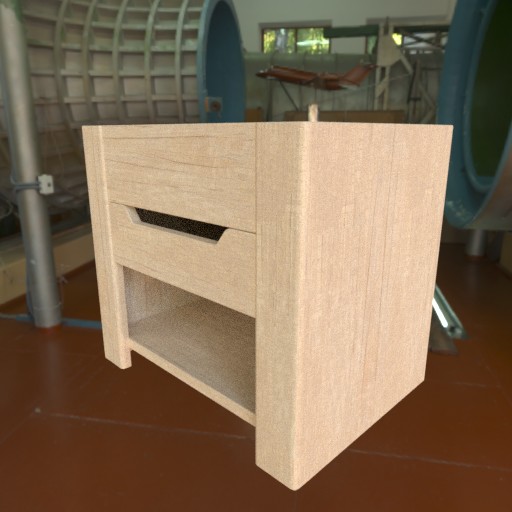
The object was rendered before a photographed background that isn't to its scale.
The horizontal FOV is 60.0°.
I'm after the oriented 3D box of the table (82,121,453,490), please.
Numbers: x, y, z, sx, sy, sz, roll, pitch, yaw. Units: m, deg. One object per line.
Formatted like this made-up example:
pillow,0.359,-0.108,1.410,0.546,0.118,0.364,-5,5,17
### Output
table,0.000,0.000,0.903,0.570,0.510,0.420,15,21,43
